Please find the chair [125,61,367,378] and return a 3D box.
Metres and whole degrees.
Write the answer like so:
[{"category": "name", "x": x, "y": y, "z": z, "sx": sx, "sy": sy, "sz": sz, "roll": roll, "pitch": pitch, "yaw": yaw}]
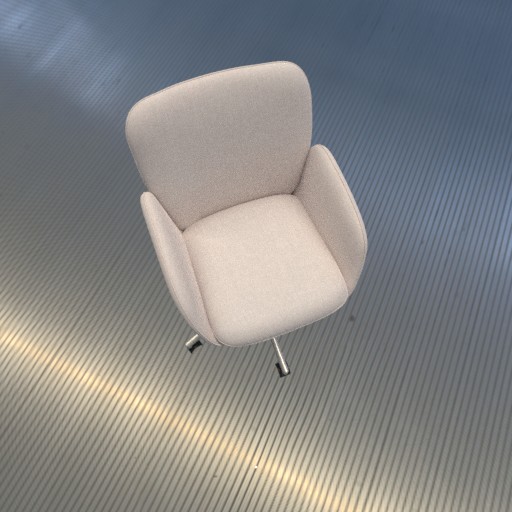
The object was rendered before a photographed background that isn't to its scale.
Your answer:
[{"category": "chair", "x": 0.000, "y": 0.000, "z": 1.418, "sx": 0.648, "sy": 0.959, "sz": 0.633, "roll": -19, "pitch": 66, "yaw": -9}]
